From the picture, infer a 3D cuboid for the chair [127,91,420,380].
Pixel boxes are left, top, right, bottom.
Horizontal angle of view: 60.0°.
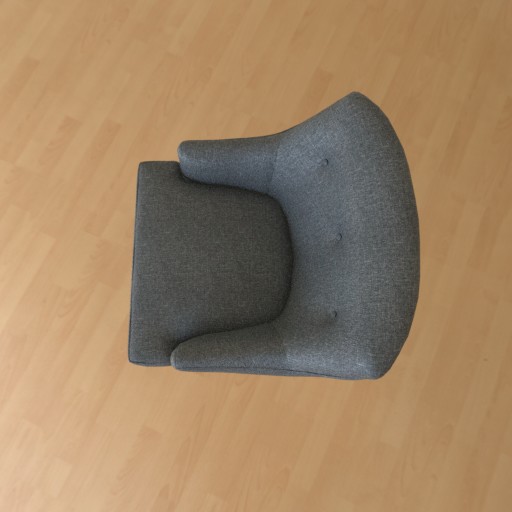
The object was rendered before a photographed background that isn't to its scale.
[{"bbox_3d":[0.000,0.000,1.624,0.923,0.856,0.864,-1,76,0],"label":"chair"}]
